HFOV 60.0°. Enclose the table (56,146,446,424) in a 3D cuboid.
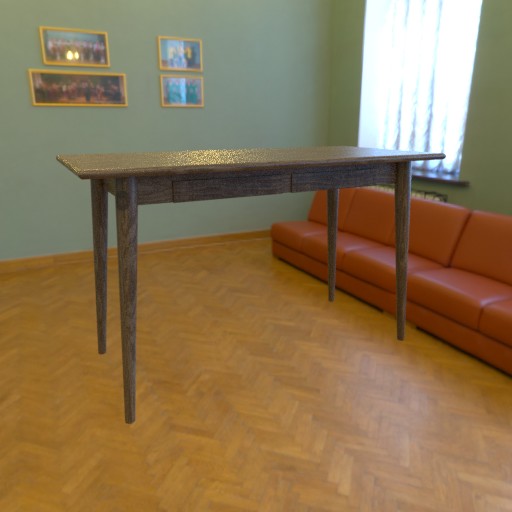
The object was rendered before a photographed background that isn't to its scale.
[{"bbox_3d":[0.000,0.000,1.734,1.300,0.780,0.599,-9,19,-27],"label":"table"}]
